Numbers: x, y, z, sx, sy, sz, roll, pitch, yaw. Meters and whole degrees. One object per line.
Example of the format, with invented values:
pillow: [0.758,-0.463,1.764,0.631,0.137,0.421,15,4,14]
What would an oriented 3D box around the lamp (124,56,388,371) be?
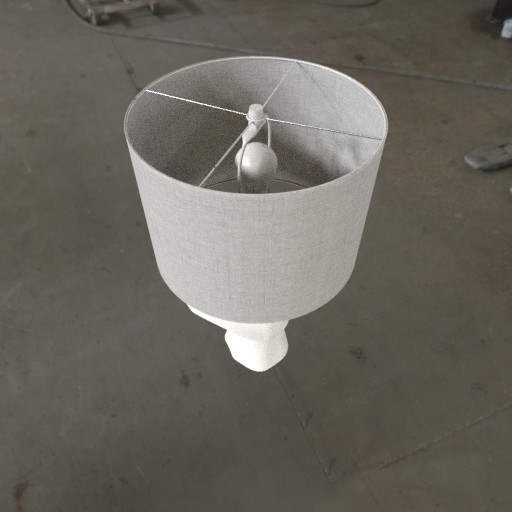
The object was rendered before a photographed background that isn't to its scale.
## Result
lamp: [0.000,0.000,0.692,0.298,0.503,0.298,16,50,14]
